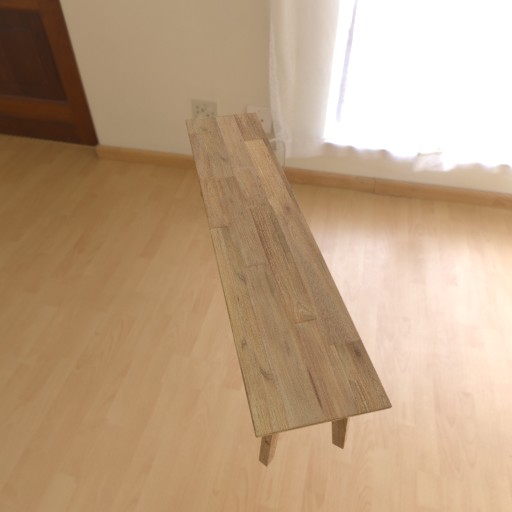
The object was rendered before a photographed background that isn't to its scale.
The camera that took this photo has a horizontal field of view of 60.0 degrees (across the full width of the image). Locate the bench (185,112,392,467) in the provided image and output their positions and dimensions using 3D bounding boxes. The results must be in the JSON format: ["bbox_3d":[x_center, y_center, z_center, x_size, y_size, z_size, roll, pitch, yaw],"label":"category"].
[{"bbox_3d":[0.000,0.000,1.904,0.378,0.431,1.698,-9,46,-9],"label":"bench"}]
